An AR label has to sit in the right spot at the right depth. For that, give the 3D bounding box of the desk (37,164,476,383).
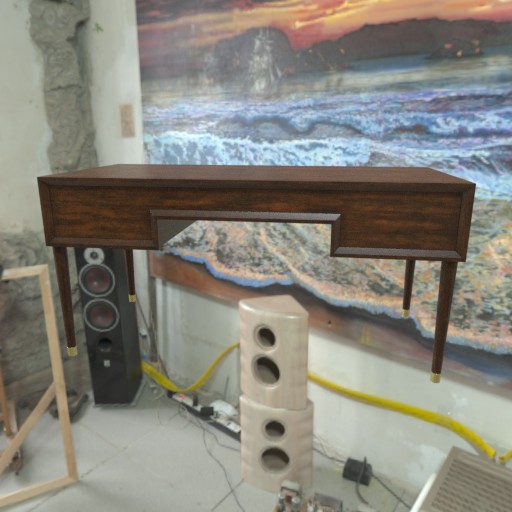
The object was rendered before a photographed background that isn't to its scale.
[{"bbox_3d":[0.000,0.000,2.020,1.575,0.762,0.724,2,16,8],"label":"desk"}]
